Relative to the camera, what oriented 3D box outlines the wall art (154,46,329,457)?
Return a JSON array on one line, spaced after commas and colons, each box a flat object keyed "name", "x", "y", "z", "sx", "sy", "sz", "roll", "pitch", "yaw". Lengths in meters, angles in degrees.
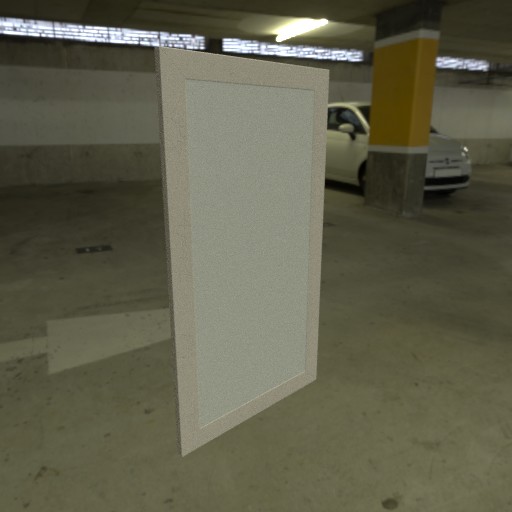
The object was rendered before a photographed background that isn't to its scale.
[{"name": "wall art", "x": 0.000, "y": 0.000, "z": 0.838, "sx": 0.380, "sy": 0.683, "sz": 0.013, "roll": -15, "pitch": 21, "yaw": -41}]
